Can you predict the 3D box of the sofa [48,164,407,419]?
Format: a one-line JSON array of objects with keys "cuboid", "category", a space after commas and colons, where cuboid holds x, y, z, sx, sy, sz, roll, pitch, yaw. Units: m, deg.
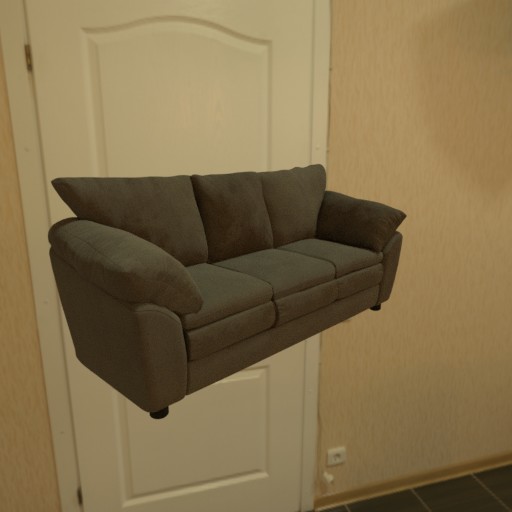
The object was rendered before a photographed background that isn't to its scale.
[{"cuboid": [0.000, 0.000, 2.811, 0.878, 1.073, 2.336, 14, 19, 43], "category": "sofa"}]
